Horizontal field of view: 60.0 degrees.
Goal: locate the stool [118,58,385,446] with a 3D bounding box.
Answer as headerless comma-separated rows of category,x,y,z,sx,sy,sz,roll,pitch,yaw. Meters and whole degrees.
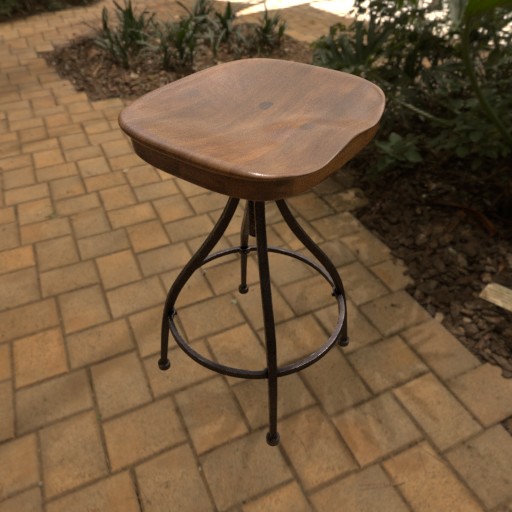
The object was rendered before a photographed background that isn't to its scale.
stool,0.000,0.000,0.969,0.424,0.694,0.432,25,47,26
